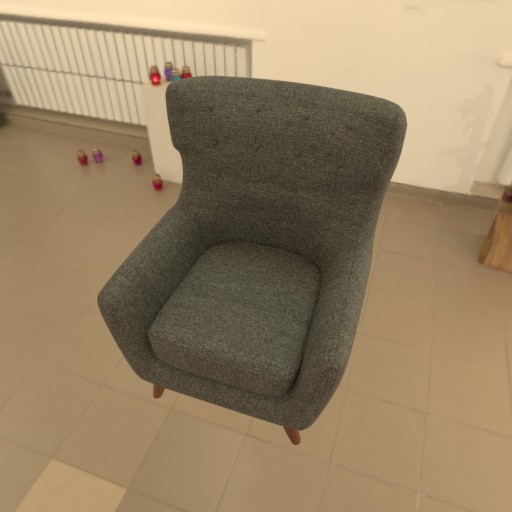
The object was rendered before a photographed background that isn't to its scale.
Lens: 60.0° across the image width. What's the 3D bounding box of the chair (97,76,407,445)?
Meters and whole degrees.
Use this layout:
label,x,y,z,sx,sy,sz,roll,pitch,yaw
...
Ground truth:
label,x,y,z,sx,sy,sz,roll,pitch,yaw
chair,0.000,0.000,1.704,0.878,1.063,0.904,13,43,14
